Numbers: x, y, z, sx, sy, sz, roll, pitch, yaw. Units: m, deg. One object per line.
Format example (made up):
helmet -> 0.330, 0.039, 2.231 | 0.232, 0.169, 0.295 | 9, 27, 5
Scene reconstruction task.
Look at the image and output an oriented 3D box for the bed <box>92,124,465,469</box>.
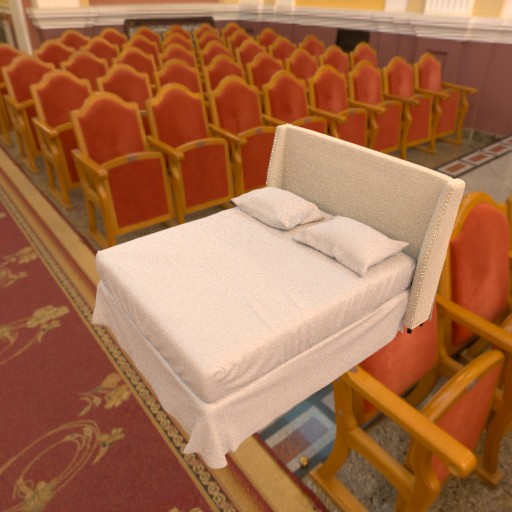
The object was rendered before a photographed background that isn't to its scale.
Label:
bed -> 0.000, 0.000, 3.480 | 2.276, 1.332, 1.925 | -22, 38, -31
